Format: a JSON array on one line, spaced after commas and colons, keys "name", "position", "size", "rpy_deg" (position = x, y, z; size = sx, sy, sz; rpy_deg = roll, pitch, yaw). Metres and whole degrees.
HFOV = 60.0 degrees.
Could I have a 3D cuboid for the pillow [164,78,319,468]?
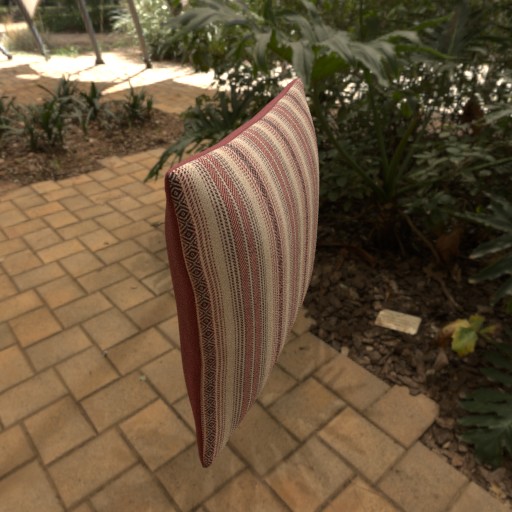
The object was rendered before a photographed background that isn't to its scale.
[{"name": "pillow", "position": [0.000, 0.000, 0.775], "size": [0.166, 0.497, 0.513], "rpy_deg": [11, 34, 16]}]
